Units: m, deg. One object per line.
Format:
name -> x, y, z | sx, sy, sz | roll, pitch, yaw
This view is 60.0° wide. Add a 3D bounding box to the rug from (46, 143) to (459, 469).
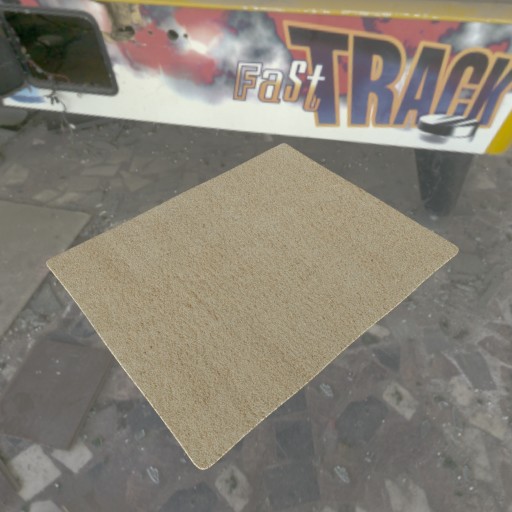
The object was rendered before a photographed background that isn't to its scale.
rug -> 0.000, 0.000, 4.086 | 3.001, 0.025, 2.401 | -32, 54, -27
